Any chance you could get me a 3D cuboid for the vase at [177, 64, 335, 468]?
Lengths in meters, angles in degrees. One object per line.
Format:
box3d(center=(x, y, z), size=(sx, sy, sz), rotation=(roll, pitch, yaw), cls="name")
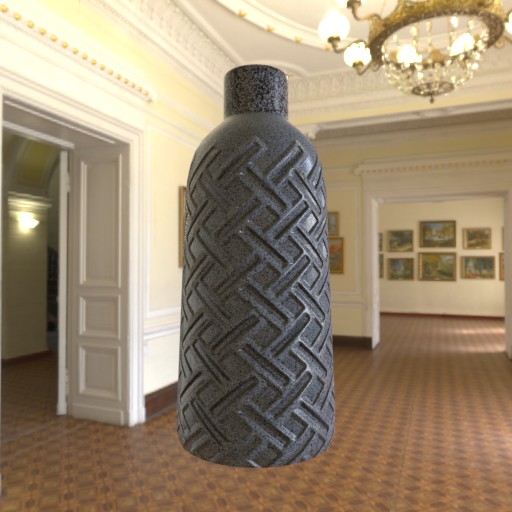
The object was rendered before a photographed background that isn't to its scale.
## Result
box3d(center=(0.000, 0.000, 0.349), size=(0.122, 0.282, 0.122), rotation=(0, -1, 0), cls="vase")
